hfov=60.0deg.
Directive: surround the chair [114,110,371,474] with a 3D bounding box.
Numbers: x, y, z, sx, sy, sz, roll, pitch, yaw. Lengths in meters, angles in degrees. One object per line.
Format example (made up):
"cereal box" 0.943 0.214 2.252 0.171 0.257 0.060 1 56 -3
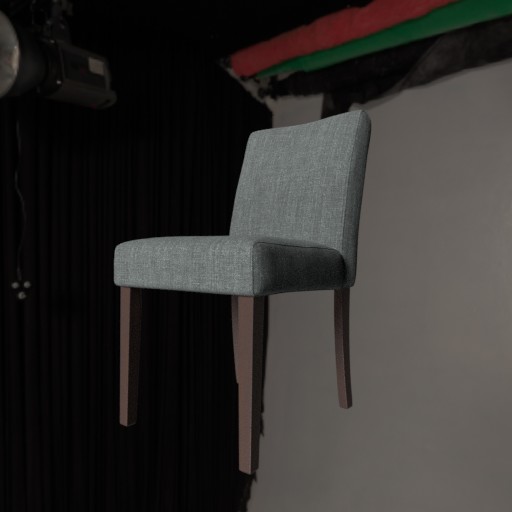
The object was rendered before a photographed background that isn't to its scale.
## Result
"chair" 0.000 0.000 1.265 0.487 0.884 0.629 0 1 38
